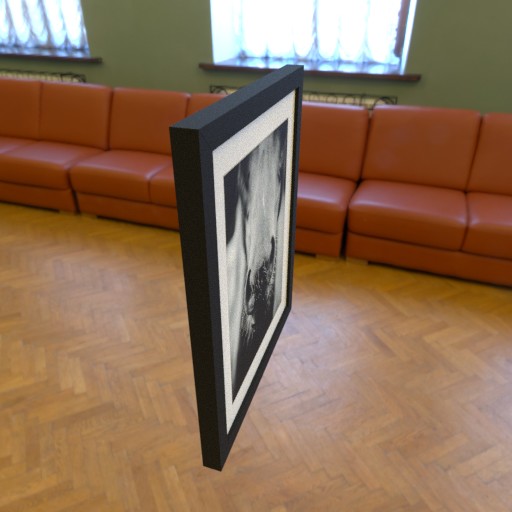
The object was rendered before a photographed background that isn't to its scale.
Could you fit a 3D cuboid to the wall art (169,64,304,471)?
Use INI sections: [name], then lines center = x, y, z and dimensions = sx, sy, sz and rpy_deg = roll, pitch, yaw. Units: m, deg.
[wall art]
center = 0.000, 0.000, 0.772
dimensions = 0.033, 0.559, 0.457
rpy_deg = 10, 32, 16
